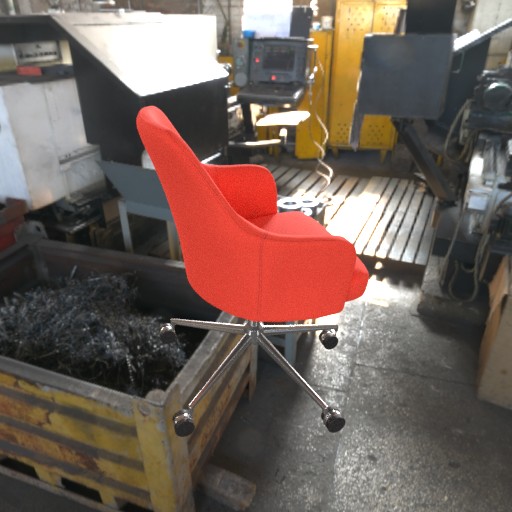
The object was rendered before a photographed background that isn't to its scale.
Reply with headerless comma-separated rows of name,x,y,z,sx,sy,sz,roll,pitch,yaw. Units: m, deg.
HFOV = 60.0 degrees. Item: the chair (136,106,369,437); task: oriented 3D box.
chair,0.000,0.000,1.268,0.600,0.820,0.655,-9,30,-16
